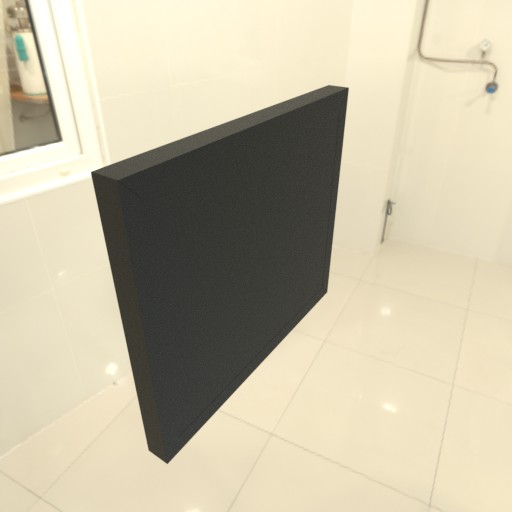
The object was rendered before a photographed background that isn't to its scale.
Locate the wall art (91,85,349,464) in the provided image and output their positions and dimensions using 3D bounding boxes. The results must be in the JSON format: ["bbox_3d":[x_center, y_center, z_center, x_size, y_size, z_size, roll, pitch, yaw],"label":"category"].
[{"bbox_3d":[0.000,0.000,0.536,0.029,0.330,0.381,20,37,29],"label":"wall art"}]
